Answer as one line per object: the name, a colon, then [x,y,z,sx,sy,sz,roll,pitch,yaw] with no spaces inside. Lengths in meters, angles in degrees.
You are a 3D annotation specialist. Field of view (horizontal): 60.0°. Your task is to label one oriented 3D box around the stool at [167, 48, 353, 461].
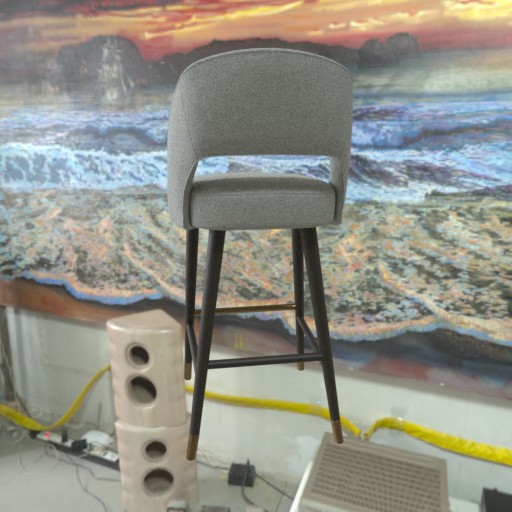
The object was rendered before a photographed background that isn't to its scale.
stool: [0.000,0.000,1.306,0.494,1.037,0.509,-2,15,-9]
